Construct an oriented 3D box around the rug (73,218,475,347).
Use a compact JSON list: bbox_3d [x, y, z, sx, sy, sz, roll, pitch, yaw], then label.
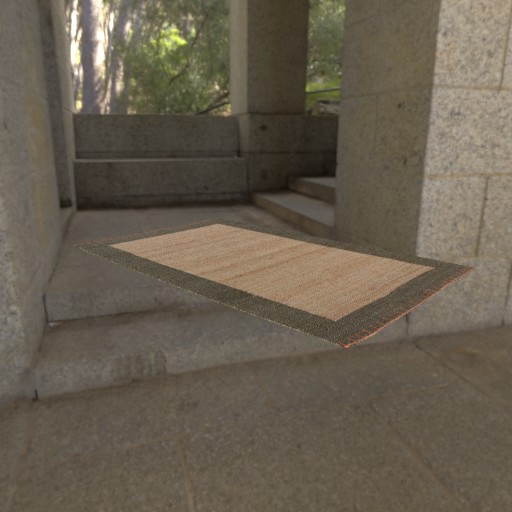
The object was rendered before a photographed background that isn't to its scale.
[{"bbox_3d":[0.000,0.000,3.078,2.435,0.006,1.521,14,21,42],"label":"rug"}]
